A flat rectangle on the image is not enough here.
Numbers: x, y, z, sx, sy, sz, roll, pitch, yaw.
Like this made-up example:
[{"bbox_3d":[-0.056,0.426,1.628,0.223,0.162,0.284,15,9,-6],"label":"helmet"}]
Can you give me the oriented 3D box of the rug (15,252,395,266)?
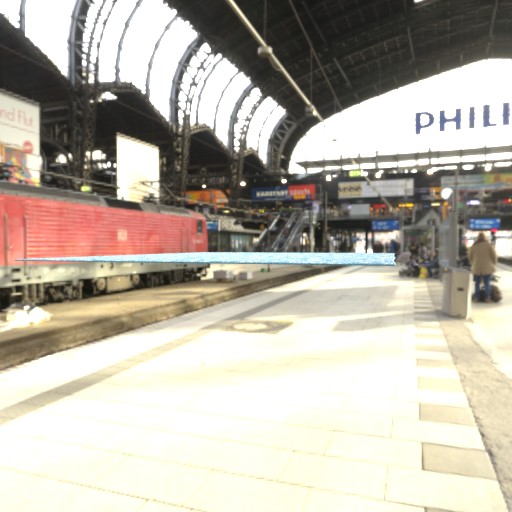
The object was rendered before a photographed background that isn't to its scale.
[{"bbox_3d":[0.000,0.000,3.948,2.363,0.012,2.980,0,1,17],"label":"rug"}]
